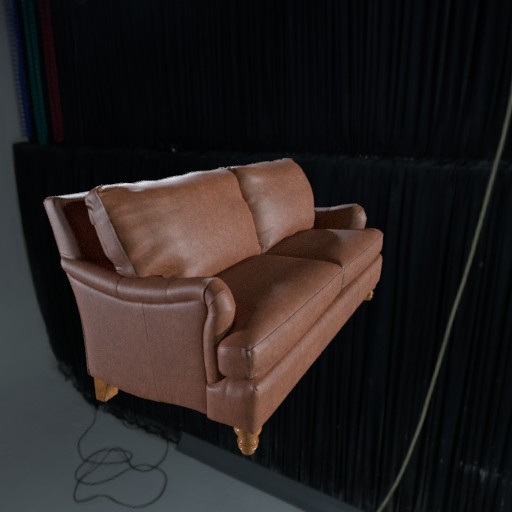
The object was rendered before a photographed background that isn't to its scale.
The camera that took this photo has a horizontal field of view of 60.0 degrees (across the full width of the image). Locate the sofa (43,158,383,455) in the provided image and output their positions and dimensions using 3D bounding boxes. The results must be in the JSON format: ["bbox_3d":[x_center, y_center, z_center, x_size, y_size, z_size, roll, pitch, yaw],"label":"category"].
[{"bbox_3d":[0.000,0.000,2.744,1.147,1.071,2.144,8,18,27],"label":"sofa"}]
